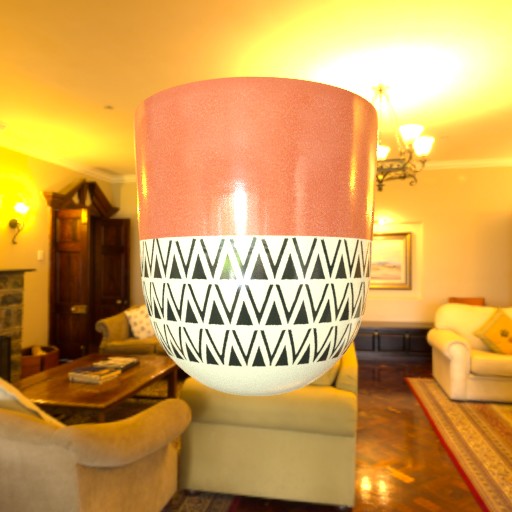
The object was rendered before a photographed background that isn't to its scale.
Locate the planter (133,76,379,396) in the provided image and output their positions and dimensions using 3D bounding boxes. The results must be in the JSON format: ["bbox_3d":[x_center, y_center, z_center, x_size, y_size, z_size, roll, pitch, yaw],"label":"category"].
[{"bbox_3d":[0.000,0.000,0.363,0.195,0.214,0.195,0,-1,0],"label":"planter"}]
